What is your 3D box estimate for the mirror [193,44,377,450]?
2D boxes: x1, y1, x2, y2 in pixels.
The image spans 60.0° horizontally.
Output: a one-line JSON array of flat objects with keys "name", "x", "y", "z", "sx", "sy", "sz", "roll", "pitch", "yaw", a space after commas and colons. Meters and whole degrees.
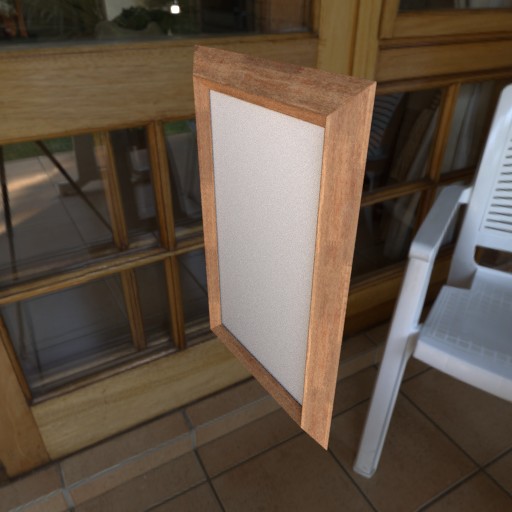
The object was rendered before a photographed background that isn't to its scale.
[{"name": "mirror", "x": 0.000, "y": 0.000, "z": 1.235, "sx": 0.047, "sy": 1.010, "sz": 0.651, "roll": -20, "pitch": 37, "yaw": -29}]
